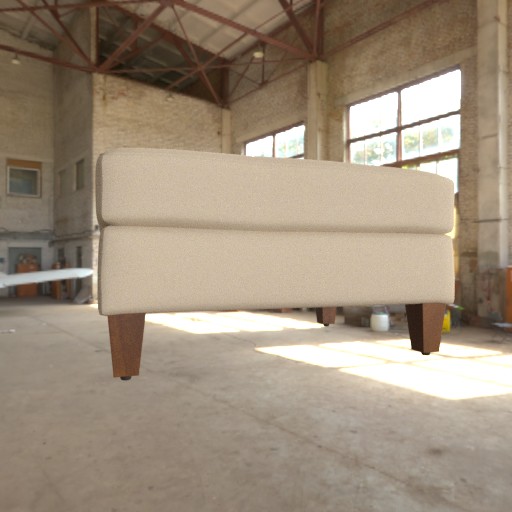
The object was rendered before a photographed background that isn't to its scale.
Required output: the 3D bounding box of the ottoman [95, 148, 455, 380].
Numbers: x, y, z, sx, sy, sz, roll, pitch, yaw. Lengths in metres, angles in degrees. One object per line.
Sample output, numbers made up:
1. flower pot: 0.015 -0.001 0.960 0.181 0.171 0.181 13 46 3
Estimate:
1. ottoman: 0.000 0.000 1.214 0.818 0.485 0.634 0 -1 -19
